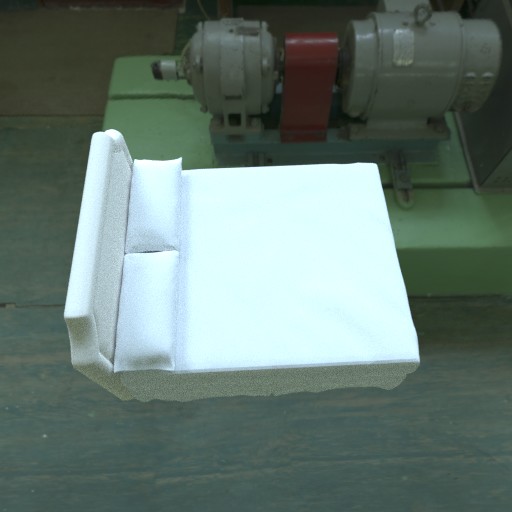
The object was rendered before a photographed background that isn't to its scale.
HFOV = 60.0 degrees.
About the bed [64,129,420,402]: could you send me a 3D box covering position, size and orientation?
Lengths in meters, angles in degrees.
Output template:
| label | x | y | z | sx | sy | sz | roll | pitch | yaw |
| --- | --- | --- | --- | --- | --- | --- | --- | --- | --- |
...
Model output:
| label | x | y | z | sx | sy | sz | roll | pitch | yaw |
| --- | --- | --- | --- | --- | --- | --- | --- | --- | --- |
| bed | 0.000 | 0.000 | 3.852 | 2.548 | 1.524 | 2.134 | -3 | 63 | -1 |
